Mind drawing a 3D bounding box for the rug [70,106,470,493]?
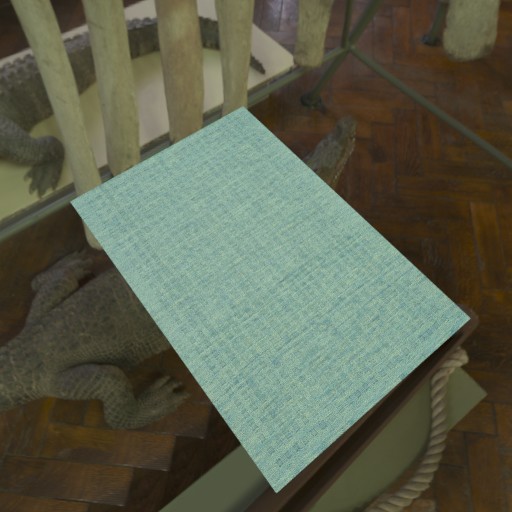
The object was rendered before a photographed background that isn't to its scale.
[{"bbox_3d":[0.000,0.000,2.901,1.522,0.006,2.286,-34,67,-17],"label":"rug"}]
